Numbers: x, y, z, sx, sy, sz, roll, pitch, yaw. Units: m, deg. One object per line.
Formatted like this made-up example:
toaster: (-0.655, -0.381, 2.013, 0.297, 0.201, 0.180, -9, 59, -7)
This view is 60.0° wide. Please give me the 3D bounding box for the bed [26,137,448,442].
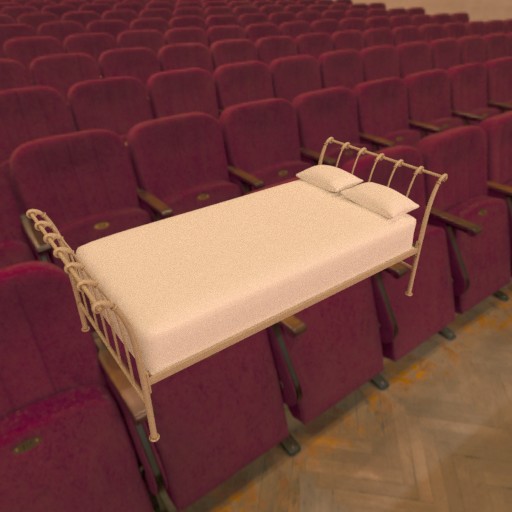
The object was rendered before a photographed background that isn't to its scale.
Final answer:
bed: (0.000, 0.000, 2.734, 2.228, 0.873, 1.032, -21, 37, -31)
